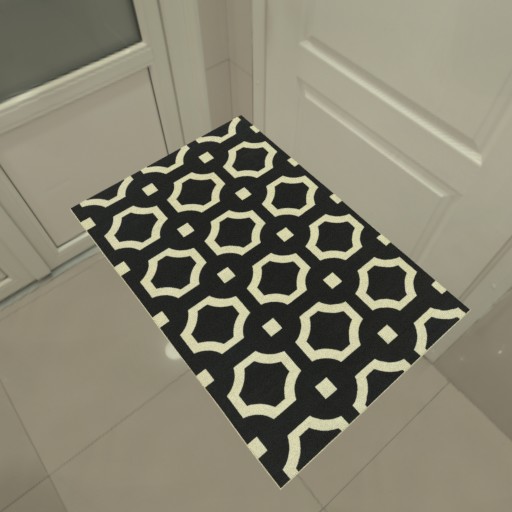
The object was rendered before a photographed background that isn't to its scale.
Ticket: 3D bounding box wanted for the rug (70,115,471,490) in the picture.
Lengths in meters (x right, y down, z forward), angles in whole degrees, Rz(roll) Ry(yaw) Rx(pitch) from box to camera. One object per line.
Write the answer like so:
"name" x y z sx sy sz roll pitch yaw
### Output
"rug" 0.000 0.000 2.937 1.555 0.016 2.286 -35 64 -20
